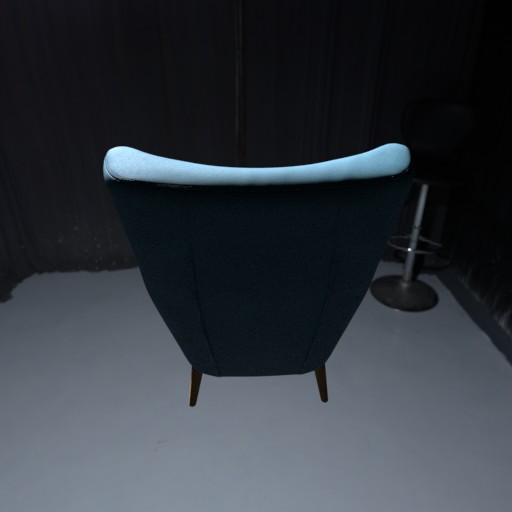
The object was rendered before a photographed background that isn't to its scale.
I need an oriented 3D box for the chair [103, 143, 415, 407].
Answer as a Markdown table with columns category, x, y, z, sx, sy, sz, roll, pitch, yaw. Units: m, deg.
| category | x | y | z | sx | sy | sz | roll | pitch | yaw |
| --- | --- | --- | --- | --- | --- | --- | --- | --- | --- |
| chair | 0.000 | 0.000 | 1.537 | 0.890 | 0.889 | 0.889 | -1 | 29 | -2 |
